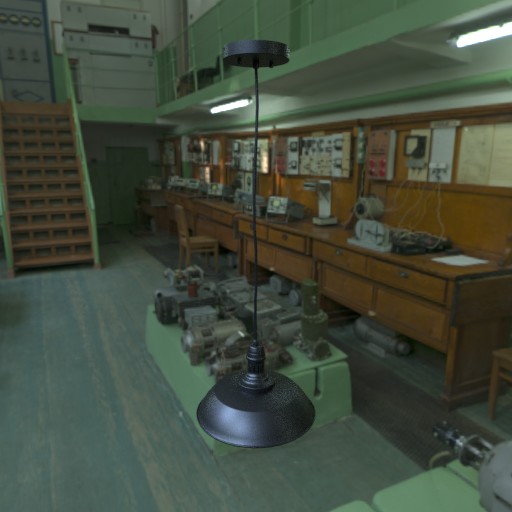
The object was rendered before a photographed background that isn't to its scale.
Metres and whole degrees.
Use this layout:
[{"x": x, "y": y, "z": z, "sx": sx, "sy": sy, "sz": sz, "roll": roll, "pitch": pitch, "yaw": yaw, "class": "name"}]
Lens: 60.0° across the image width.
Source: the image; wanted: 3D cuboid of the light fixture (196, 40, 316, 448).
[{"x": 0.000, "y": 0.000, "z": 1.144, "sx": 0.331, "sy": 0.993, "sz": 0.331, "roll": -7, "pitch": 14, "yaw": -27, "class": "light fixture"}]
